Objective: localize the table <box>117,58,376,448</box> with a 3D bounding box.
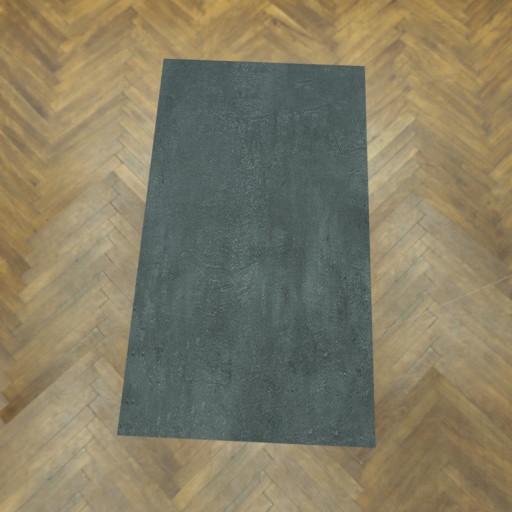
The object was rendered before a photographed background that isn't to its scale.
[{"bbox_3d":[0.000,0.000,0.949,0.400,0.350,0.700,2,74,1],"label":"table"}]
